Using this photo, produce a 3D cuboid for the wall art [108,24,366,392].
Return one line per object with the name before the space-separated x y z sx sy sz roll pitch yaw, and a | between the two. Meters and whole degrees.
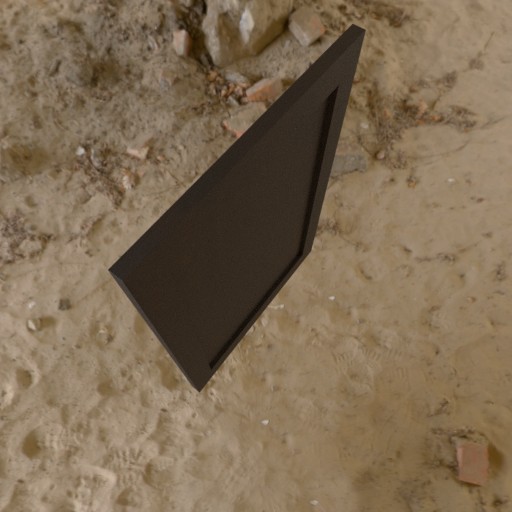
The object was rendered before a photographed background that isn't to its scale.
wall art | 0.000 0.000 0.633 0.017 0.513 0.359 34 69 15
